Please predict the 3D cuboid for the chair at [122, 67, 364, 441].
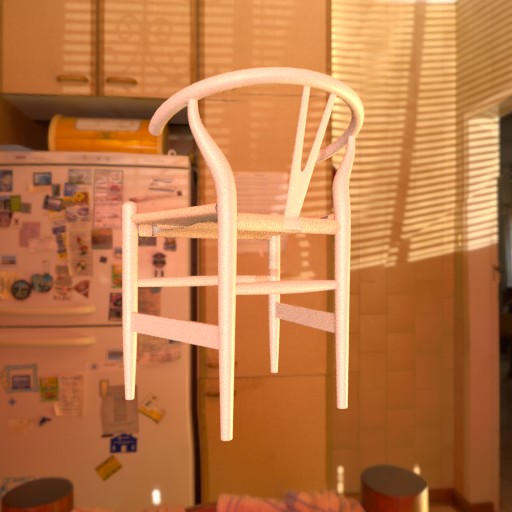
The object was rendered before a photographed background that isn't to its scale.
[{"bbox_3d":[0.000,0.000,1.092,0.533,0.736,0.500,0,-1,-35],"label":"chair"}]
